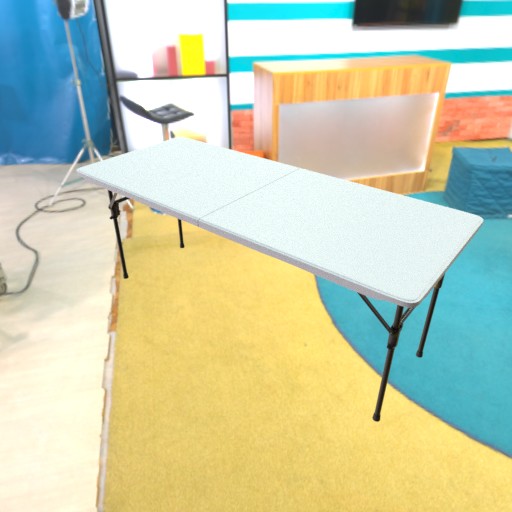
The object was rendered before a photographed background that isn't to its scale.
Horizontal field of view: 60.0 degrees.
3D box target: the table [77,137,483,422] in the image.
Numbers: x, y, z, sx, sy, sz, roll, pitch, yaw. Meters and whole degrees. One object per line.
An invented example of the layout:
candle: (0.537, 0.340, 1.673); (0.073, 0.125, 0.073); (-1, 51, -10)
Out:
table: (0.000, 0.000, 2.251); (1.829, 0.719, 0.761); (23, 38, 32)
